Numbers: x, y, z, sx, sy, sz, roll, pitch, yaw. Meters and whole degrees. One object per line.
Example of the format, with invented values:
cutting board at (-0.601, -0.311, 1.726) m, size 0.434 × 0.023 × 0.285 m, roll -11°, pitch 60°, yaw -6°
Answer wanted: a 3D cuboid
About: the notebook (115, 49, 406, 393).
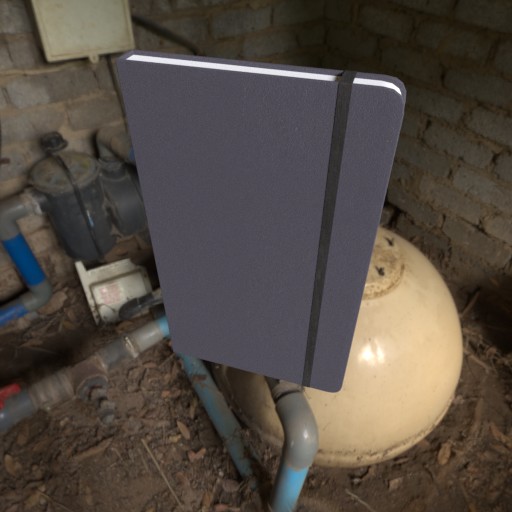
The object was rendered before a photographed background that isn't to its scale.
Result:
notebook at (0.000, 0.000, 0.258) m, size 0.127 × 0.213 × 0.016 m, roll 11°, pitch 42°, yaw 13°
